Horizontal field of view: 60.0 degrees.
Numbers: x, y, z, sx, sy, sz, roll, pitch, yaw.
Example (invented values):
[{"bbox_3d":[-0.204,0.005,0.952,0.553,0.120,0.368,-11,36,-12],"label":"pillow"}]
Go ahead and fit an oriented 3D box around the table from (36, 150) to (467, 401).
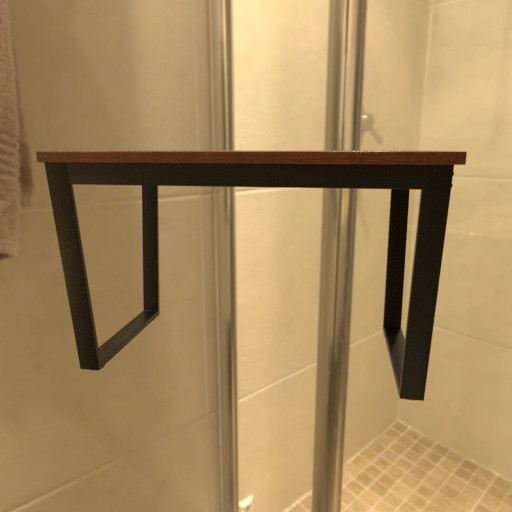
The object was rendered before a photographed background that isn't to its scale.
[{"bbox_3d":[0.000,0.000,1.646,1.205,0.760,0.714,2,14,10],"label":"table"}]
